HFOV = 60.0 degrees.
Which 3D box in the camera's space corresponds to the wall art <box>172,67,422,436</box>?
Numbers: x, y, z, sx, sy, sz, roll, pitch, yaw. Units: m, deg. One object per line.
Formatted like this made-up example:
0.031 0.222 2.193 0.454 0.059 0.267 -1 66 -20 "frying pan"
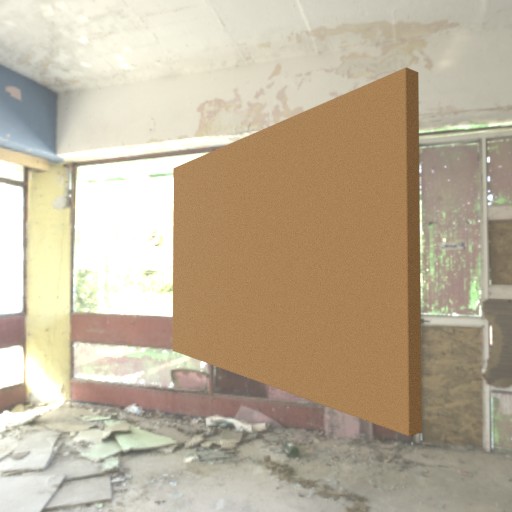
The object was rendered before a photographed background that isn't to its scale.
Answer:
0.000 0.000 1.113 0.033 0.608 0.915 1 -2 -35 "wall art"
